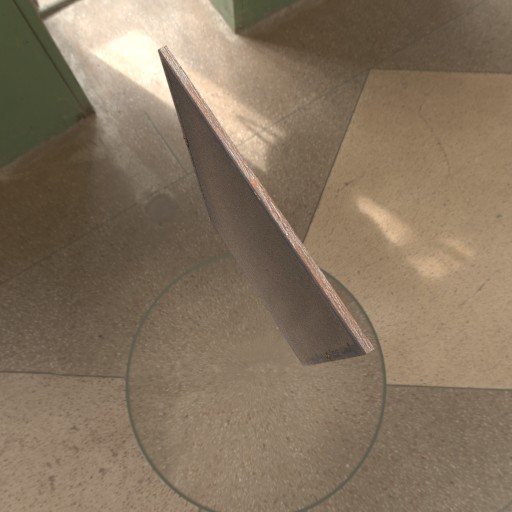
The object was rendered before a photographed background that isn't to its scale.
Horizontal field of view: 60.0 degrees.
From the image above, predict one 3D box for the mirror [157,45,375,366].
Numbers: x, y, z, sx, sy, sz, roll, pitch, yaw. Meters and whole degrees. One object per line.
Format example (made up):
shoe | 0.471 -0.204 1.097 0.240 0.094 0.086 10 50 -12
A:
mirror | 0.000 0.000 1.288 0.025 0.996 0.705 -31 77 -8
